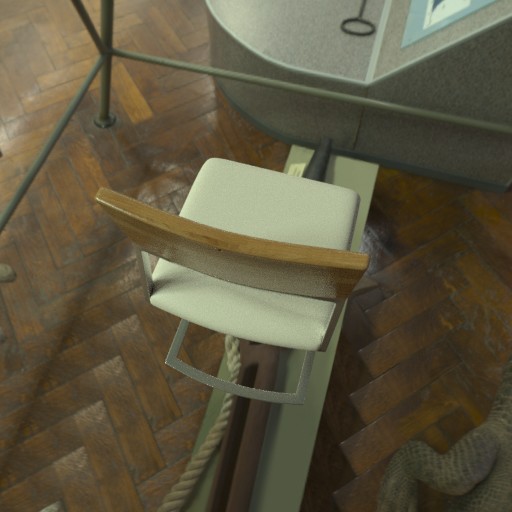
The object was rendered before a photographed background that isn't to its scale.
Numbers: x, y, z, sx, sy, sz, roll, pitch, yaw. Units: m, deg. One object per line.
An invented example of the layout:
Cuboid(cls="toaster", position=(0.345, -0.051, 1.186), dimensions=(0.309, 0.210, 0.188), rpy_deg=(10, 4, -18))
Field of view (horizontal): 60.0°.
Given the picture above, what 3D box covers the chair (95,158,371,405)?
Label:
Cuboid(cls="chair", position=(0.000, 0.000, 1.162), dimensions=(0.467, 0.844, 0.585), rpy_deg=(15, 64, 7))
